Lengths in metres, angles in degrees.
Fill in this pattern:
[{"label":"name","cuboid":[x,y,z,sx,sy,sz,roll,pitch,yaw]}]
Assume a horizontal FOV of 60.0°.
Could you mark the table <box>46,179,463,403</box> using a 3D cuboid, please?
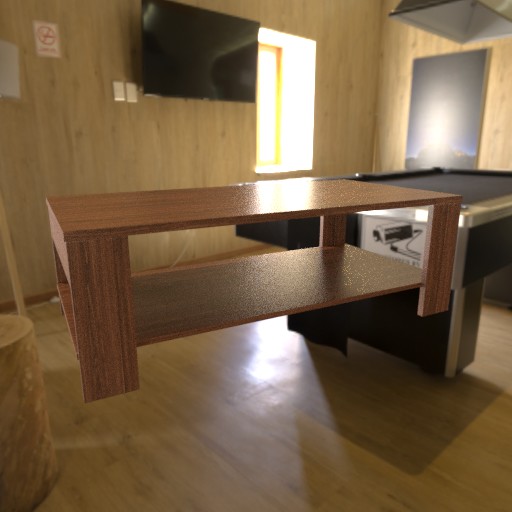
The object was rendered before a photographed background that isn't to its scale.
[{"label":"table","cuboid":[0.000,0.000,1.478,1.200,0.400,0.600,-8,17,-27]}]
